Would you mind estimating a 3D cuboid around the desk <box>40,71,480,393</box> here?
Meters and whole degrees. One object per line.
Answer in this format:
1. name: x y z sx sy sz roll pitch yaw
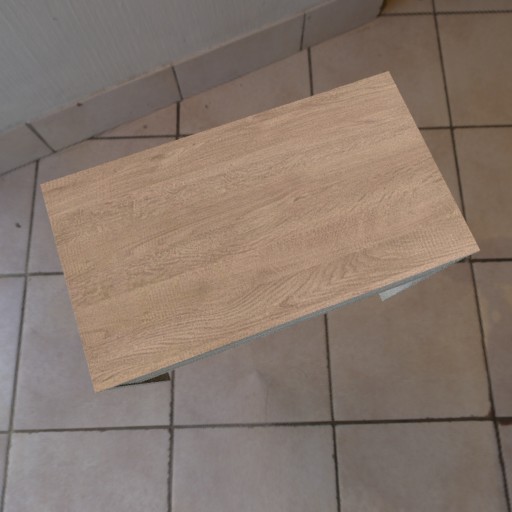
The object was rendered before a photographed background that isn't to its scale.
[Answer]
1. desk: 0.000 0.000 1.367 0.893 0.724 0.498 -20 76 -5
